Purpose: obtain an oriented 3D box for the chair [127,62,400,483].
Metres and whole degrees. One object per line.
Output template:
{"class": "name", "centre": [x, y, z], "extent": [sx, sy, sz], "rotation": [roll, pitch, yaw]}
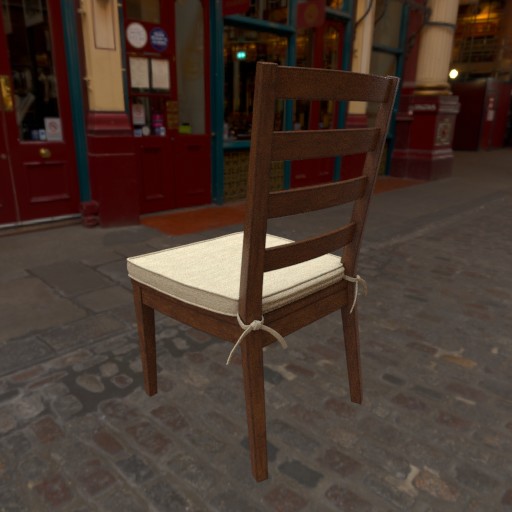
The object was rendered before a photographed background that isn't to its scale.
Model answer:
{"class": "chair", "centre": [0.000, 0.000, 1.301], "extent": [0.593, 0.979, 0.595], "rotation": [-17, 24, -42]}
